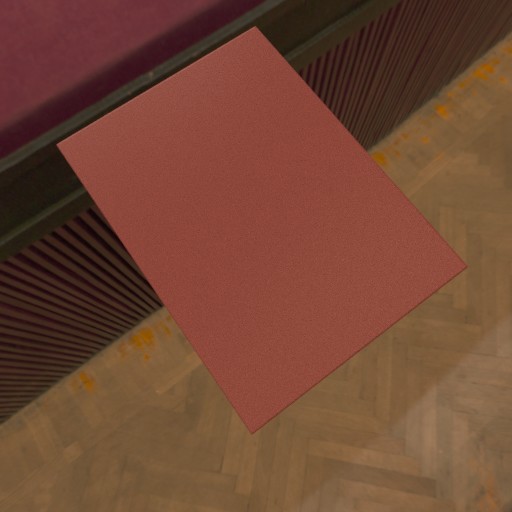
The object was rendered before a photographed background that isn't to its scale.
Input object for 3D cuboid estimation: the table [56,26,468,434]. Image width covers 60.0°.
[{"bbox_3d":[0.000,0.000,1.093,0.451,0.686,0.599,-35,77,-9],"label":"table"}]
